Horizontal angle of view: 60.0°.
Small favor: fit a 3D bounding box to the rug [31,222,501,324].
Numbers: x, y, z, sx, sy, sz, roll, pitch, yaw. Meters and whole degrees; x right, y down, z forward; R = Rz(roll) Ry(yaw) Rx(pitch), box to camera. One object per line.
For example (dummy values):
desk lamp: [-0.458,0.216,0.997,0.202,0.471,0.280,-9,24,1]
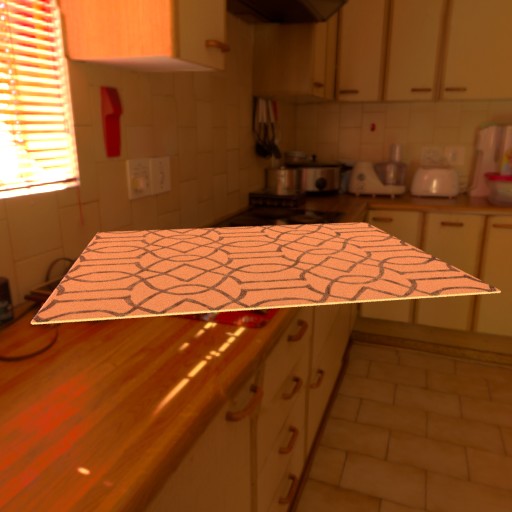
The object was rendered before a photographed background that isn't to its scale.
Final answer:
rug: [0.000,0.000,3.727,2.910,0.021,2.211,-3,16,-9]
